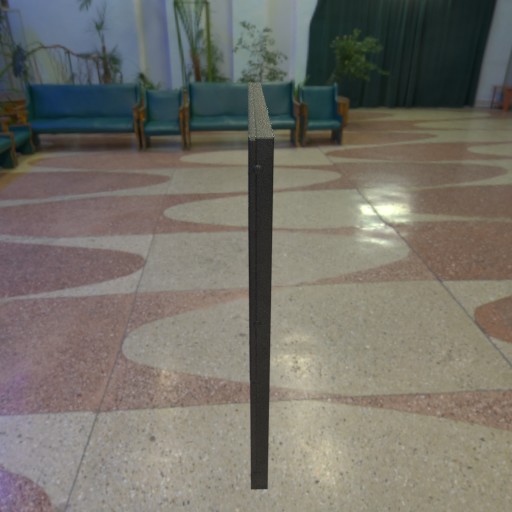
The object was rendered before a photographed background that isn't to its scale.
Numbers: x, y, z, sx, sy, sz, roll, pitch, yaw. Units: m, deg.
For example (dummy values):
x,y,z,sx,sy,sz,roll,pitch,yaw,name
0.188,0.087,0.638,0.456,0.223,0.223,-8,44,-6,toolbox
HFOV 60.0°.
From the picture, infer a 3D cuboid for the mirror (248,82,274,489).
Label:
x,y,z,sx,sy,sz,roll,pitch,yaw,name
0.000,0.000,0.569,0.020,0.381,0.382,0,27,-1,mirror
